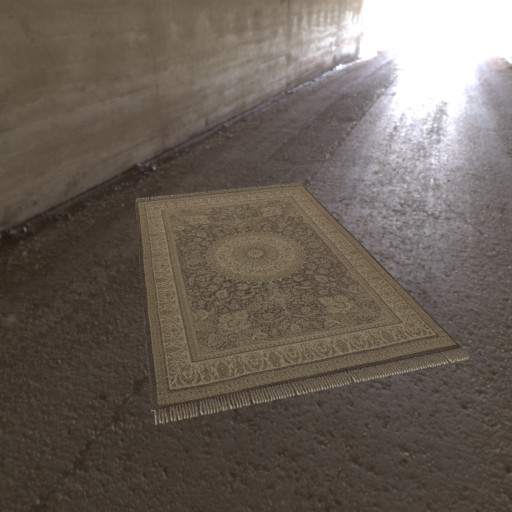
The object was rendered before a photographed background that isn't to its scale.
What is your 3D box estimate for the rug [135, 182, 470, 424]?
[{"bbox_3d":[0.000,0.000,2.995,1.528,0.010,2.440,-8,31,-13],"label":"rug"}]
